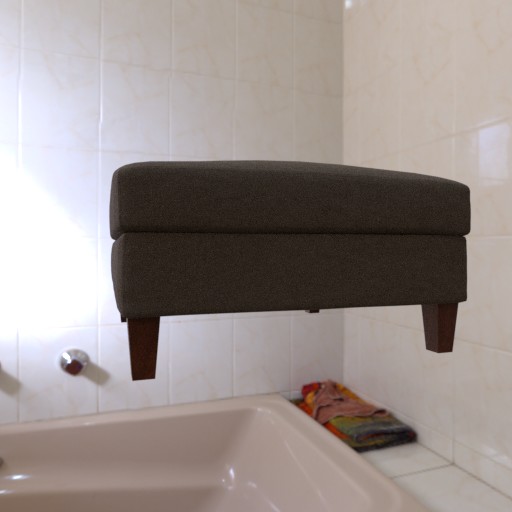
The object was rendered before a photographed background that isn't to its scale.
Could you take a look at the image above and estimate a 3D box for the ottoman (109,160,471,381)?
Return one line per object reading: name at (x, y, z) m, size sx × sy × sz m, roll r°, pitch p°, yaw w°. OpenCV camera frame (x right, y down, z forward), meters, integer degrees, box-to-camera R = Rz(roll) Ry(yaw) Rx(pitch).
ottoman at (0.000, 0.000, 1.375) m, size 0.861 × 0.482 × 0.881 m, roll 0°, pitch 1°, yaw -19°
